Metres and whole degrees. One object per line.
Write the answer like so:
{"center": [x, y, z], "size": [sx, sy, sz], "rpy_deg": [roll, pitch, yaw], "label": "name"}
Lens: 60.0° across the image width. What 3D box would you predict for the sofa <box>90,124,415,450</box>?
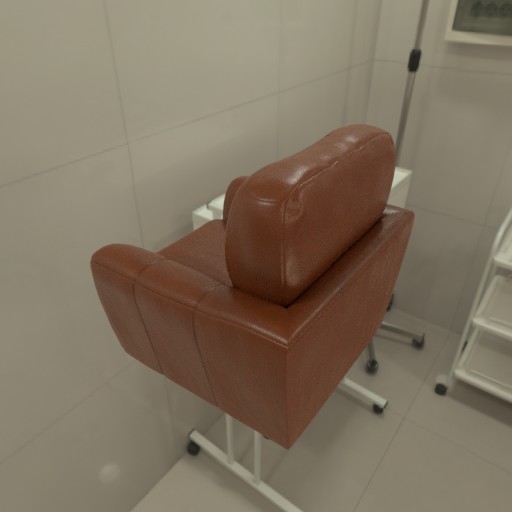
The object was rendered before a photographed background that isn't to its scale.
{"center": [0.000, 0.000, 1.513], "size": [0.789, 0.876, 0.836], "rpy_deg": [22, 39, 30], "label": "sofa"}
